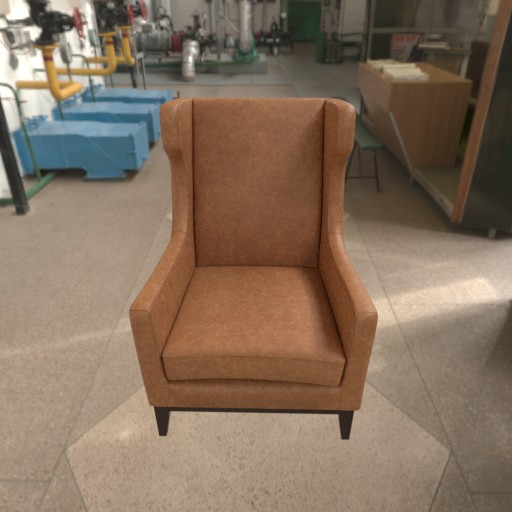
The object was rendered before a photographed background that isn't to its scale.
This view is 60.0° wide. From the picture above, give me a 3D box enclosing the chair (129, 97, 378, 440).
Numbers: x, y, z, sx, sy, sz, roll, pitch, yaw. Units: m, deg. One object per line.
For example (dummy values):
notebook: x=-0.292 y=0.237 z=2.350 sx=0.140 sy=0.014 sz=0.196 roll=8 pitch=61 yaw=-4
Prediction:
chair: x=0.000 y=0.000 z=1.714 sx=0.766 sy=1.079 sz=0.899 roll=1 pitch=31 yaw=1
